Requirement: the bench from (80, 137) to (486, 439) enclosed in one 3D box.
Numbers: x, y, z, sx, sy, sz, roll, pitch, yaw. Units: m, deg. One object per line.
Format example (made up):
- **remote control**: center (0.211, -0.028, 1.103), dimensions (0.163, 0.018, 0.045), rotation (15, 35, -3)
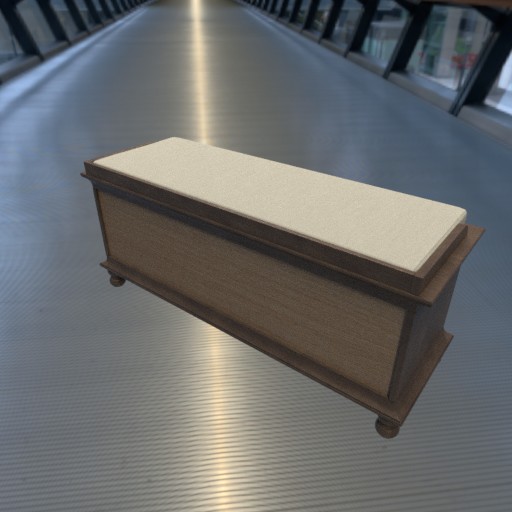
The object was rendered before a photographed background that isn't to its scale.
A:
- **bench**: center (0.000, 0.000, 1.418), dimensions (1.185, 0.501, 0.402), rotation (22, 37, 32)
